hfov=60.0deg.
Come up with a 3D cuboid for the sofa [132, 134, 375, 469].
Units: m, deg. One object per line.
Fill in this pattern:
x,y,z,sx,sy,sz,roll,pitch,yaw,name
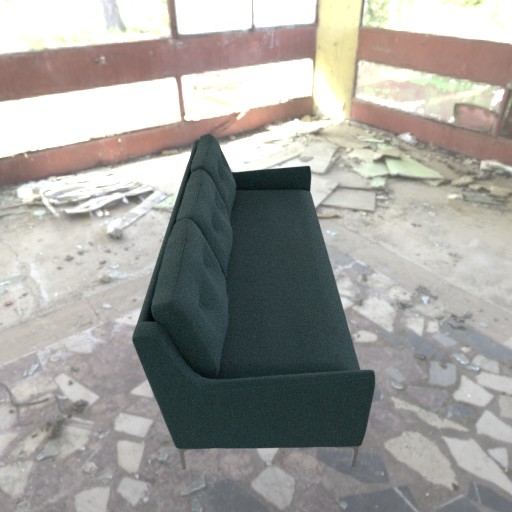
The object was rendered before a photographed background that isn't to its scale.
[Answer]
0.000,0.000,2.487,0.849,0.837,2.060,0,33,-1,sofa
